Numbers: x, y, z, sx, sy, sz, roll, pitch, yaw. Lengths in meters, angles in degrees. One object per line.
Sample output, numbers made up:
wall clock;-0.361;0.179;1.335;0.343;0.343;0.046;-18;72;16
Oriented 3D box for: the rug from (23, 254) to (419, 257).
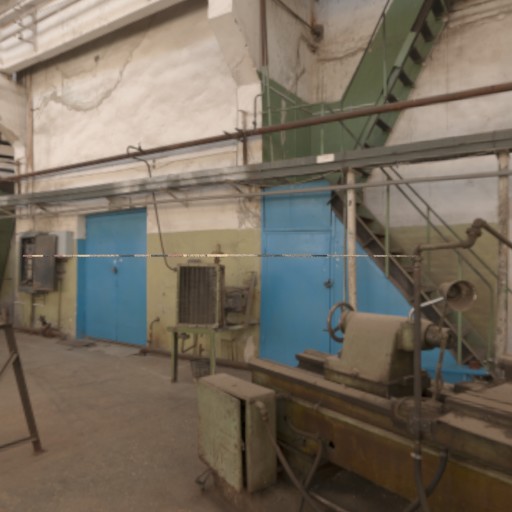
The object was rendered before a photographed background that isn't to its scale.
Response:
rug;0.000;0.000;3.049;1.513;0.008;2.423;0;0;36
